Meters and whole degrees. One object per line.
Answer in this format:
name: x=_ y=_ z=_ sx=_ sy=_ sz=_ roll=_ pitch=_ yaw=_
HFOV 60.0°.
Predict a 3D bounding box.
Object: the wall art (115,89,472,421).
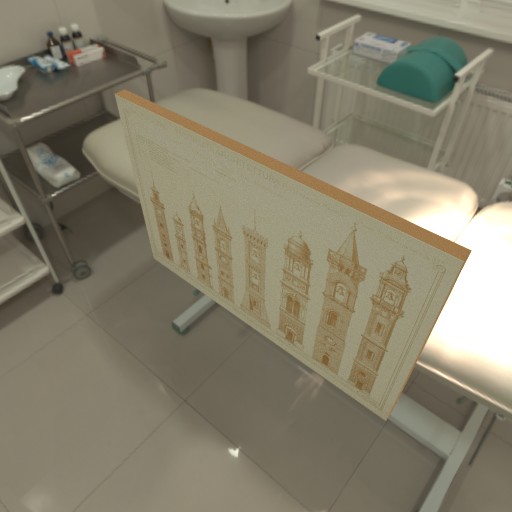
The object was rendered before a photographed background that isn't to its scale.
wall art: x=0.000 y=0.000 z=1.154 sx=0.915 sy=0.608 sz=0.033 roll=31 pitch=53 yaw=27
